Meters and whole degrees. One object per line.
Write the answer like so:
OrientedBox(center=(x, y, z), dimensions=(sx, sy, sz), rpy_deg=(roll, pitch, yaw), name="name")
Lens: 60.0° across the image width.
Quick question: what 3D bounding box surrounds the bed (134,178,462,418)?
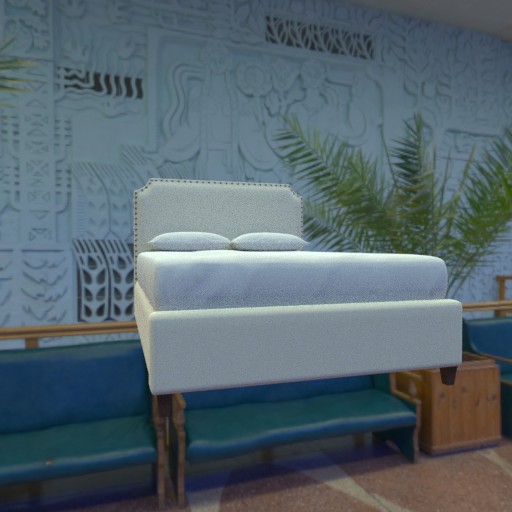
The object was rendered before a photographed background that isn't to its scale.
OrientedBox(center=(0.000, 0.000, 3.315), dimensions=(1.703, 1.415, 2.329), rpy_deg=(0, 1, -17), name="bed")
